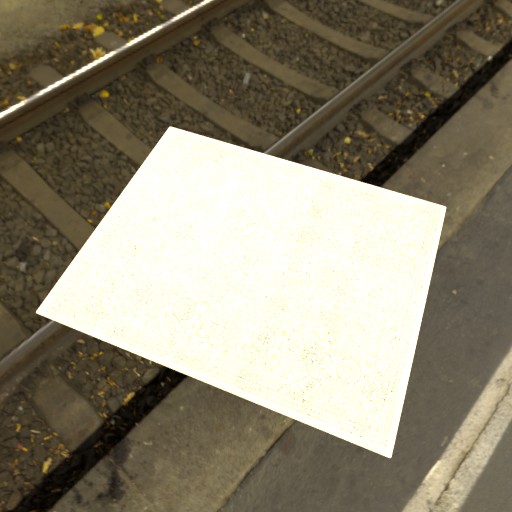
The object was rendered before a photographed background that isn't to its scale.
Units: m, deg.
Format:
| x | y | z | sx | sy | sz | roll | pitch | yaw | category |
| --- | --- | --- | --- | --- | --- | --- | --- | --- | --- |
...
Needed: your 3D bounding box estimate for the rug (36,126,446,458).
| x | y | z | sx | sy | sz | roll | pitch | yaw | category |
| --- | --- | --- | --- | --- | --- | --- | --- | --- | --- |
| 0.000 | 0.000 | 4.056 | 3.050 | 0.015 | 2.441 | 19 | 60 | 11 | rug |
